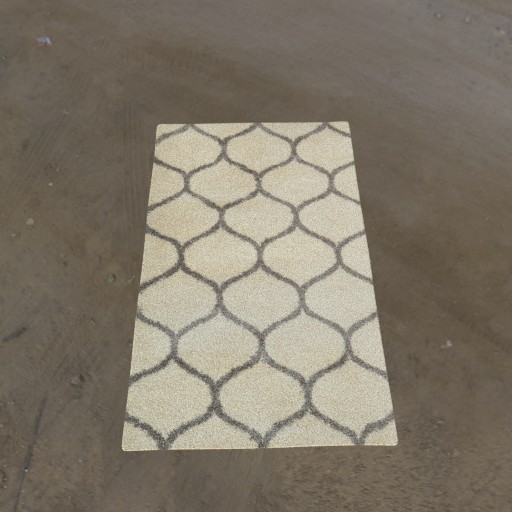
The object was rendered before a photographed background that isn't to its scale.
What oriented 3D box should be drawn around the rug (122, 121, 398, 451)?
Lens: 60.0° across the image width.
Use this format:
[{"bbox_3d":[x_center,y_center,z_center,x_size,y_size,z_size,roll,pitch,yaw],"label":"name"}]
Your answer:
[{"bbox_3d":[0.000,0.000,2.943,1.501,0.024,2.348,-1,63,-1],"label":"rug"}]
